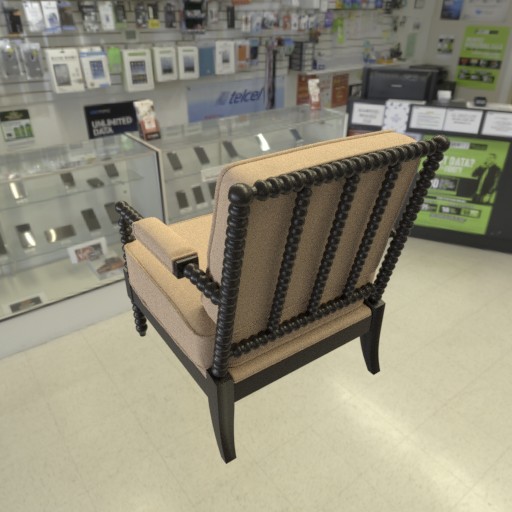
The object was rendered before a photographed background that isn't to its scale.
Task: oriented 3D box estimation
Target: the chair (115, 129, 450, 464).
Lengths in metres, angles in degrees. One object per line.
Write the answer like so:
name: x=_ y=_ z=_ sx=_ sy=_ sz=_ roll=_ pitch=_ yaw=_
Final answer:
chair: x=0.000 y=0.000 z=1.168 sx=0.555 sy=0.703 sz=0.657 roll=-19 pitch=35 yaw=-30
